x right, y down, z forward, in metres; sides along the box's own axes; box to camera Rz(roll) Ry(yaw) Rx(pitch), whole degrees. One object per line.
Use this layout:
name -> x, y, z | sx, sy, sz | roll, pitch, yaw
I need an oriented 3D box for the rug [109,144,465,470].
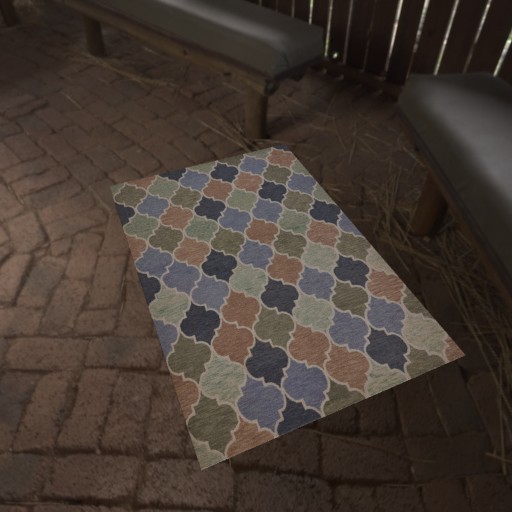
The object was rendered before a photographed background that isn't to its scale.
rug -> 0.000, 0.000, 2.953 | 1.521, 0.006, 2.284 | -17, 49, -16
